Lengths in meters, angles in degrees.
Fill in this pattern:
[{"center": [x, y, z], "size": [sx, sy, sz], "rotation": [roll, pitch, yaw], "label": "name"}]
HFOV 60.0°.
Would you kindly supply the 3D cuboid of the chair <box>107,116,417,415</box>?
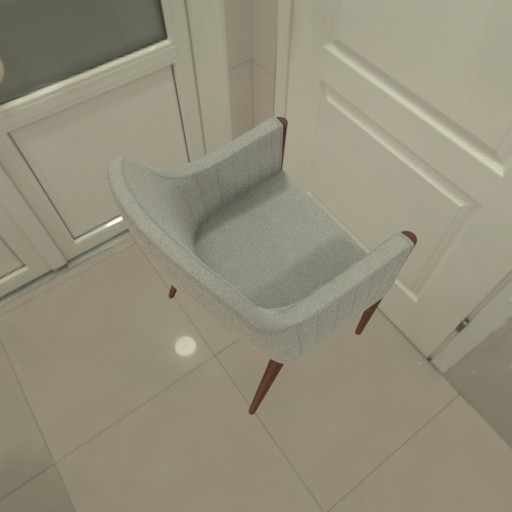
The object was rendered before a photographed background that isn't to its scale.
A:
[{"center": [0.000, 0.000, 1.301], "size": [0.620, 0.889, 0.610], "rotation": [-32, 63, -18], "label": "chair"}]
